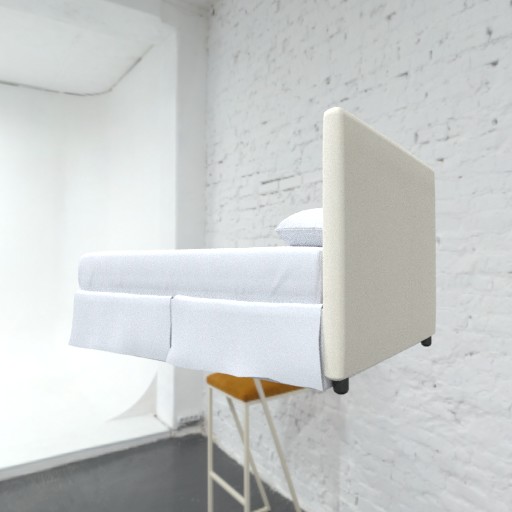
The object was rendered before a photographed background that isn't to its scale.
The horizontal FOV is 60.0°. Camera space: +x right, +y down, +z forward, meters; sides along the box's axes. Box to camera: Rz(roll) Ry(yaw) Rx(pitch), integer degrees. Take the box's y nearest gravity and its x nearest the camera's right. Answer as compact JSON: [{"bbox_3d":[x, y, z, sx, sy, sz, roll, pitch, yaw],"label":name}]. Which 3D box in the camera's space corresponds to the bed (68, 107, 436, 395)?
[{"bbox_3d":[0.000,0.000,3.248,2.142,1.330,1.713,-1,-1,36],"label":"bed"}]
